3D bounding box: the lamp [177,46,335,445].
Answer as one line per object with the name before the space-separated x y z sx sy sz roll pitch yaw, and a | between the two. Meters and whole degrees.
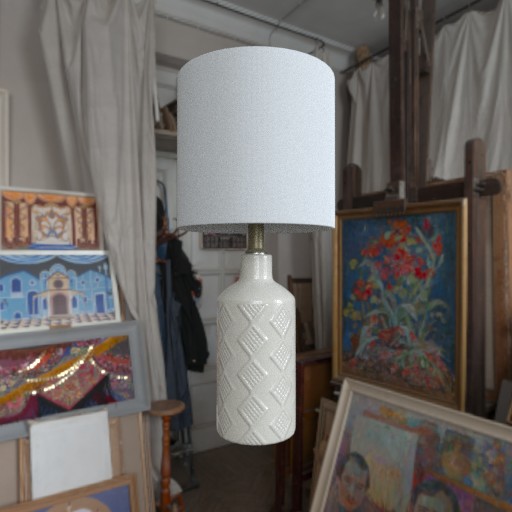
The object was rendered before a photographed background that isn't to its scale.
lamp | 0.000 0.000 0.589 0.207 0.461 0.207 0 0 19
